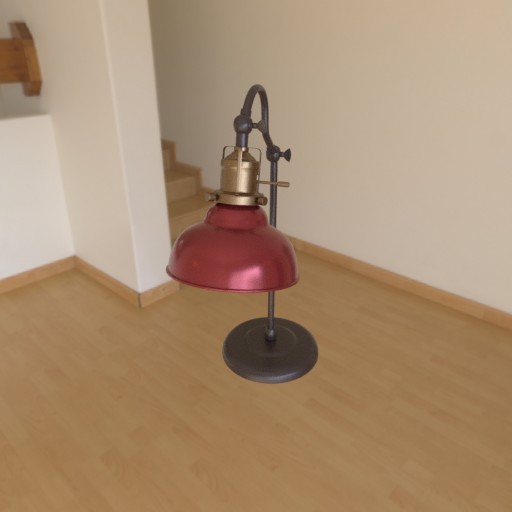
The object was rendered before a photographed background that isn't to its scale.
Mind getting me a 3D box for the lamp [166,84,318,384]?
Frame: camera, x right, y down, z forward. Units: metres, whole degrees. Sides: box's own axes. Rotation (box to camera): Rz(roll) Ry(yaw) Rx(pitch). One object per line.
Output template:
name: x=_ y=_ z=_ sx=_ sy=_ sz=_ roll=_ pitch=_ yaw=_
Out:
lamp: x=0.000 y=0.000 z=0.701 sx=0.192 sy=0.508 sz=0.374 roll=8 pitch=27 yaw=16
